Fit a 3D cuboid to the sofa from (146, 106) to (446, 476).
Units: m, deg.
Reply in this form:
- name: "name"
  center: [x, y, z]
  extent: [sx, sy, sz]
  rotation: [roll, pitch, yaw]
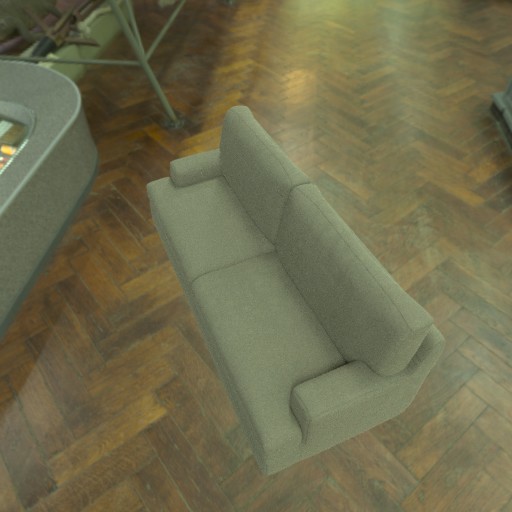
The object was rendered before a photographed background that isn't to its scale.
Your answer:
- name: "sofa"
  center: [0.000, 0.000, 2.927]
  extent: [0.962, 0.980, 2.354]
  rotation: [-18, 49, -16]
